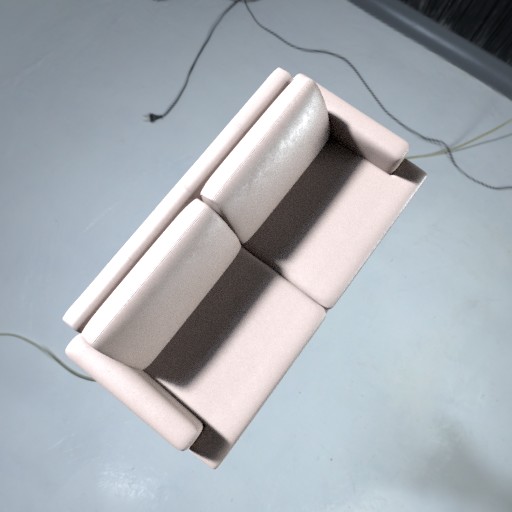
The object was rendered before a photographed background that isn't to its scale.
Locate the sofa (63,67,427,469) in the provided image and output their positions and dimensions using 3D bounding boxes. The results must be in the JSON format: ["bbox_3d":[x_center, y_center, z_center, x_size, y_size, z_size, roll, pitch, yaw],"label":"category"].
[{"bbox_3d":[0.000,0.000,2.350,0.974,0.765,1.940,36,79,8],"label":"sofa"}]
